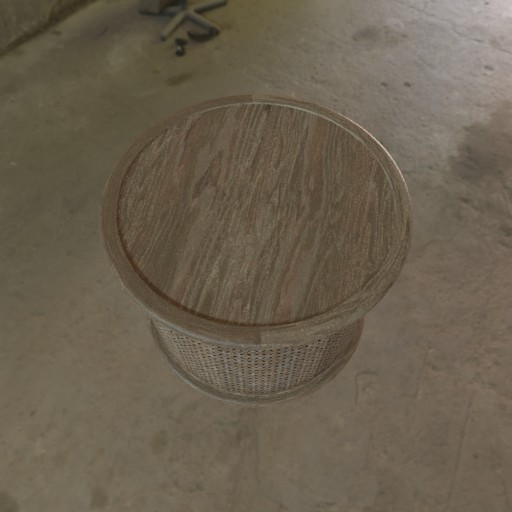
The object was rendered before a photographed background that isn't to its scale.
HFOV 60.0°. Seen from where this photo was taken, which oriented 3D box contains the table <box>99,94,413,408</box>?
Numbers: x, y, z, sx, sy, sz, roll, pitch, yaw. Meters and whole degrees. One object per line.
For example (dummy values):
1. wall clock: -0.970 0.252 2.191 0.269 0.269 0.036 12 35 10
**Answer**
1. table: 0.000 0.000 1.053 0.607 0.450 0.607 0 59 0
